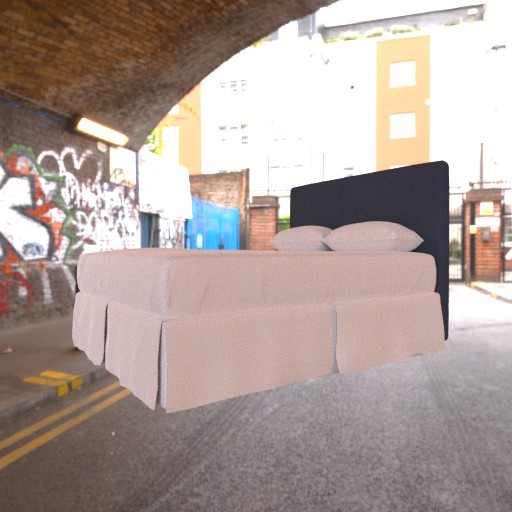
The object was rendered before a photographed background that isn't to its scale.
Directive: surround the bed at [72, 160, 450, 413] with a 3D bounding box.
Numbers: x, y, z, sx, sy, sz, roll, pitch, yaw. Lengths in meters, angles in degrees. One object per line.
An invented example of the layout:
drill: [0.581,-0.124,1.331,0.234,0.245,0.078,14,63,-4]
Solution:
bed: [0.000,0.000,3.114,2.162,1.330,1.713,-1,1,-35]
